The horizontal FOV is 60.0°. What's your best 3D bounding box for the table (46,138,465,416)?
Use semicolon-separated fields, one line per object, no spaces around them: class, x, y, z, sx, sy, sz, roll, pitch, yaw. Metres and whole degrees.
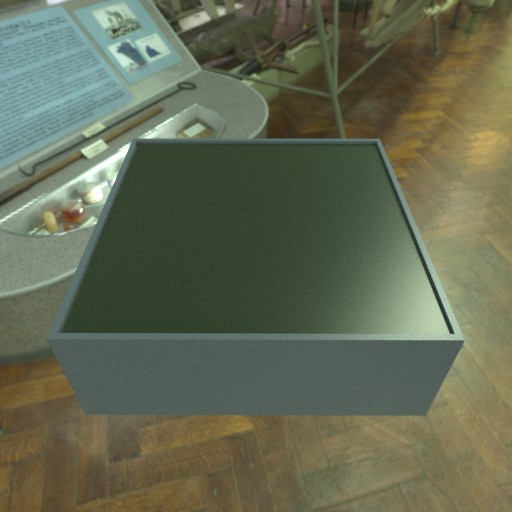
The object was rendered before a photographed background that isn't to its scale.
table;0.000;0.000;1.244;0.801;0.299;0.801;0;42;0
